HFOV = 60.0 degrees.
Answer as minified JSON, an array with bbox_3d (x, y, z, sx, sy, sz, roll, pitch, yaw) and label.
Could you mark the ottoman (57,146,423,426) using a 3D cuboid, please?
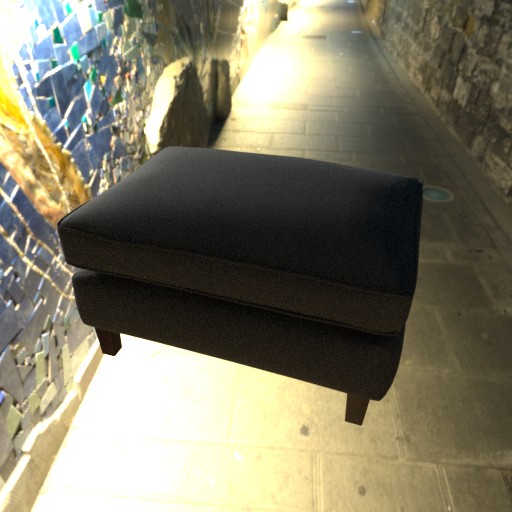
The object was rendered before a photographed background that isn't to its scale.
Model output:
[{"bbox_3d":[0.000,0.000,1.021,0.686,0.406,0.508,11,35,16],"label":"ottoman"}]
